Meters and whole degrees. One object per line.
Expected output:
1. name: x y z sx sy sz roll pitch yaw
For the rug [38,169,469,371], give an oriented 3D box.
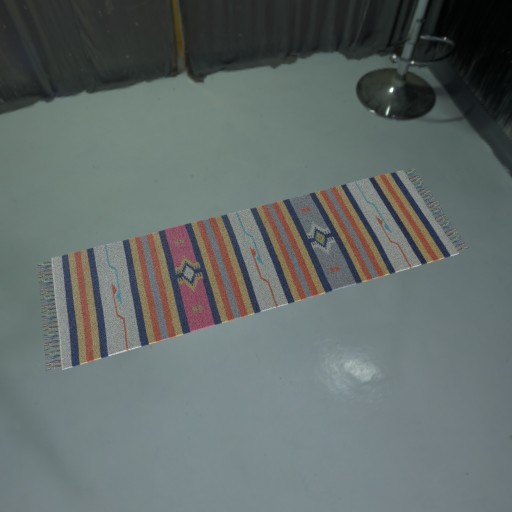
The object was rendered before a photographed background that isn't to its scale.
1. rug: 0.000 0.000 2.607 2.455 0.017 0.695 -15 59 -9
